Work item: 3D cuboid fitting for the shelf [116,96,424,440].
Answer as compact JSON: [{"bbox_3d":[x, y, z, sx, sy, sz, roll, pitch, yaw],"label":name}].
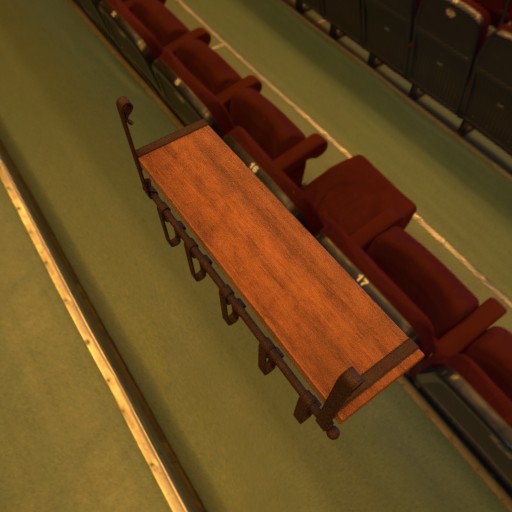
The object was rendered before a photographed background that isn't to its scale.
[{"bbox_3d":[0.000,0.000,0.714,0.146,0.330,0.567,-31,63,-18],"label":"shelf"}]
